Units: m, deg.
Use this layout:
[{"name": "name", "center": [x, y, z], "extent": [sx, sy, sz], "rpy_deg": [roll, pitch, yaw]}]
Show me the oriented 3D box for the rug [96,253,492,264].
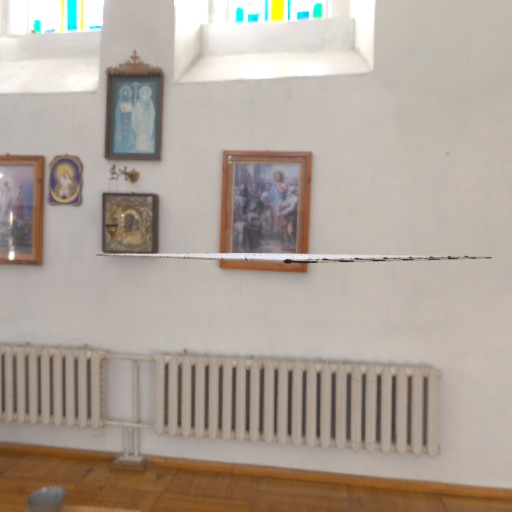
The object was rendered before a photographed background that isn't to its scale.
[{"name": "rug", "center": [0.000, 0.000, 3.298], "extent": [1.524, 0.021, 2.755], "rpy_deg": [-1, 1, -37]}]
